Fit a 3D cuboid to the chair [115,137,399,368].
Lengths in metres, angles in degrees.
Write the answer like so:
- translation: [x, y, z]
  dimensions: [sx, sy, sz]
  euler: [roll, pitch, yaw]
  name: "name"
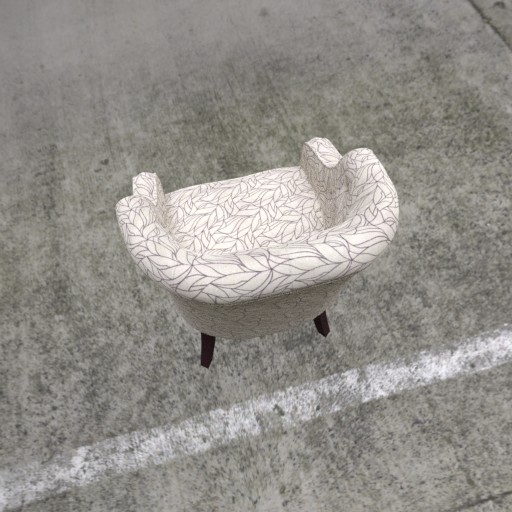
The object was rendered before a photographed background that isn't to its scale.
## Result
- translation: [0.000, 0.000, 1.347]
  dimensions: [0.686, 0.858, 0.613]
  euler: [-13, 61, -8]
  name: "chair"
